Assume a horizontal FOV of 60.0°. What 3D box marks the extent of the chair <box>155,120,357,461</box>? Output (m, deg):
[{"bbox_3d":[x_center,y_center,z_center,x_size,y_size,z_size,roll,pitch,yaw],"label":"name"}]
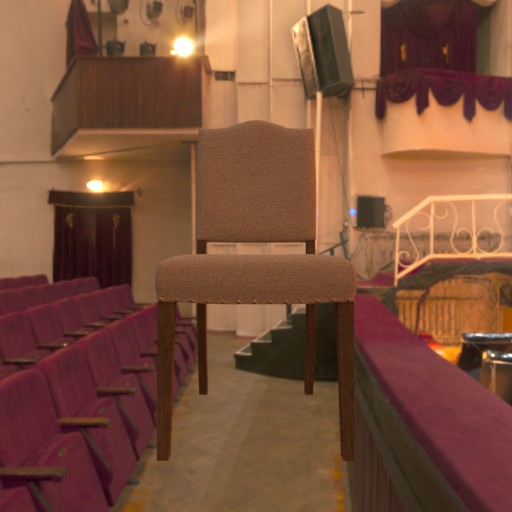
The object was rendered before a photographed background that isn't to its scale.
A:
[{"bbox_3d":[0.000,0.000,1.402,0.508,1.020,0.620,0,1,0],"label":"chair"}]
